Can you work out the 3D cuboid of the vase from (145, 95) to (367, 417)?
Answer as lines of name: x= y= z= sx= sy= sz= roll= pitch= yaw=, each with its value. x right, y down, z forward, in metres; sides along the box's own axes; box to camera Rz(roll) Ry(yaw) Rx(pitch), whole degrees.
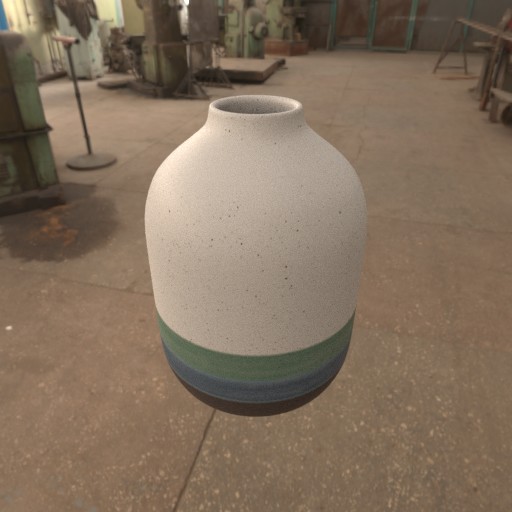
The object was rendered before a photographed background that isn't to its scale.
vase: x=0.000 y=0.000 z=0.362 sx=0.169 sy=0.240 sz=0.169 roll=0 pitch=31 yaw=0
